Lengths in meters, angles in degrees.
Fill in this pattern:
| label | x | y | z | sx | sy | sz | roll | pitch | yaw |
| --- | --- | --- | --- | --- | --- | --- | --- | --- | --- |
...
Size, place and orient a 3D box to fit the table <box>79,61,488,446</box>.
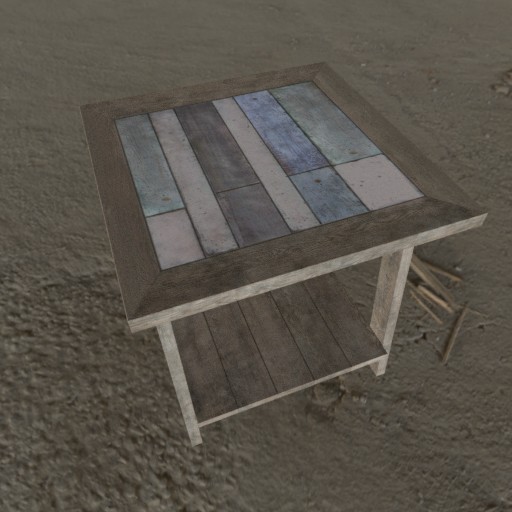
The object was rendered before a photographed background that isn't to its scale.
| label | x | y | z | sx | sy | sz | roll | pitch | yaw |
| --- | --- | --- | --- | --- | --- | --- | --- | --- | --- |
| table | 0.000 | 0.000 | 1.095 | 0.610 | 0.610 | 0.610 | -16 | 50 | -14 |
